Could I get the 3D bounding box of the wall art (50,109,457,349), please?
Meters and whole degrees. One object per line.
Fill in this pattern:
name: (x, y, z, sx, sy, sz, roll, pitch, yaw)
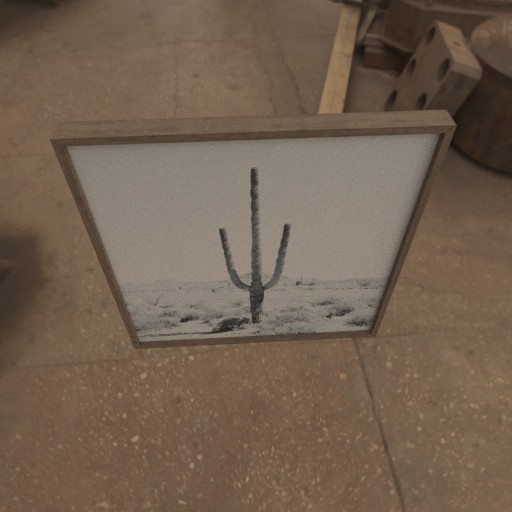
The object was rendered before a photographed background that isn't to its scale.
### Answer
wall art: (0.000, 0.000, 0.755, 0.508, 0.508, 0.038, -3, 48, -2)
